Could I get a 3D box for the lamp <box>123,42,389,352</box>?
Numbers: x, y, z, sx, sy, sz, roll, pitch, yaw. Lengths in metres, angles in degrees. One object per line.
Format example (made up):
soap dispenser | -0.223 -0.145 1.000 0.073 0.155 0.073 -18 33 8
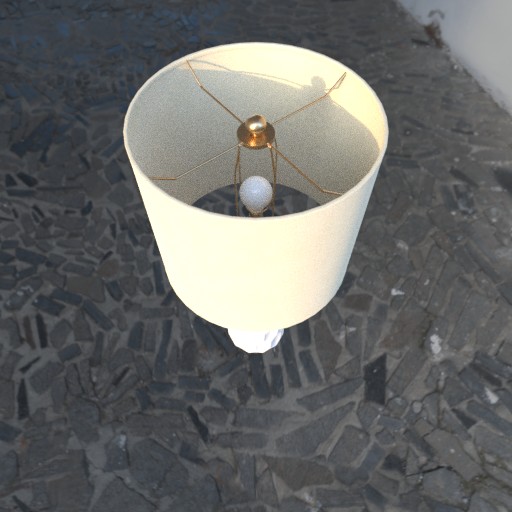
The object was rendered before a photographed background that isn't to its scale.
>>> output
lamp | 0.000 0.000 0.692 0.277 0.537 0.277 0 57 0
